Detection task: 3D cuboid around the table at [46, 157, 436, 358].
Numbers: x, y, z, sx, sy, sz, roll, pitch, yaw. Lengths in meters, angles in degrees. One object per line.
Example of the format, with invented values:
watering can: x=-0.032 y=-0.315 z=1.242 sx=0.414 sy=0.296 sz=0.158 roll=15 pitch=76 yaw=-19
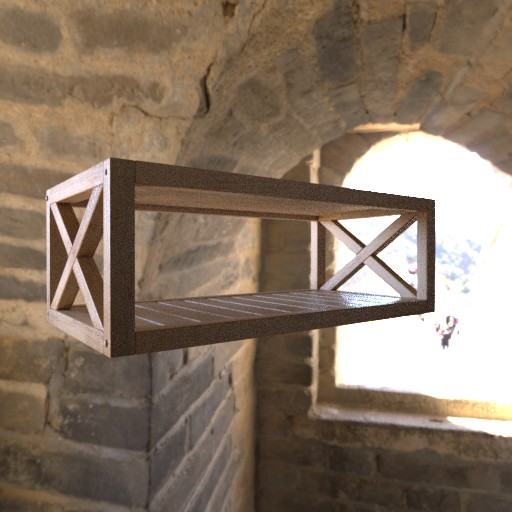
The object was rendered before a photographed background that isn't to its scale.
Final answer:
table: x=0.000 y=0.000 z=1.653 sx=1.321 sy=0.457 sz=0.660 roll=0 pitch=0 yaw=-37
